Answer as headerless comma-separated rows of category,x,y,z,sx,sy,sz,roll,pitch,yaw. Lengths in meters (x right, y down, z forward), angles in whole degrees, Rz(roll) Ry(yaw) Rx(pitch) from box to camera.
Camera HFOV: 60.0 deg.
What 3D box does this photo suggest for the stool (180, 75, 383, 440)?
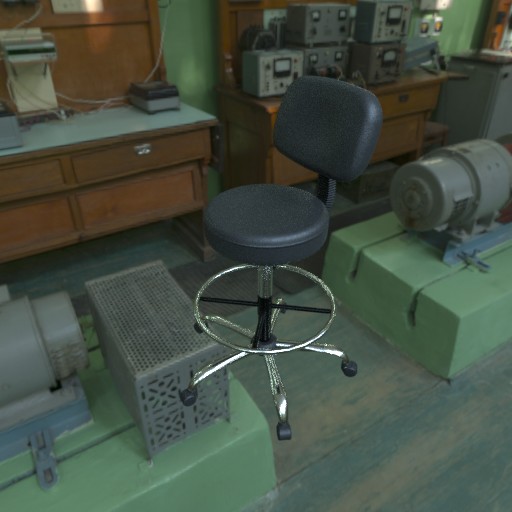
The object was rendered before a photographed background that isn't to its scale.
stool,0.000,0.000,1.497,0.658,1.069,0.694,-20,38,-28
